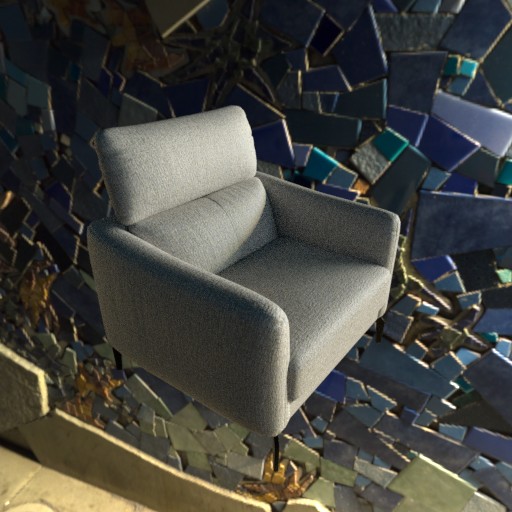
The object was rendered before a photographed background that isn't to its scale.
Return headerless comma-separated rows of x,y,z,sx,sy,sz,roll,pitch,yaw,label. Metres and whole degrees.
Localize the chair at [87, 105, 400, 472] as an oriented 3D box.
0.000,0.000,1.691,0.835,0.967,0.972,19,33,32,chair
